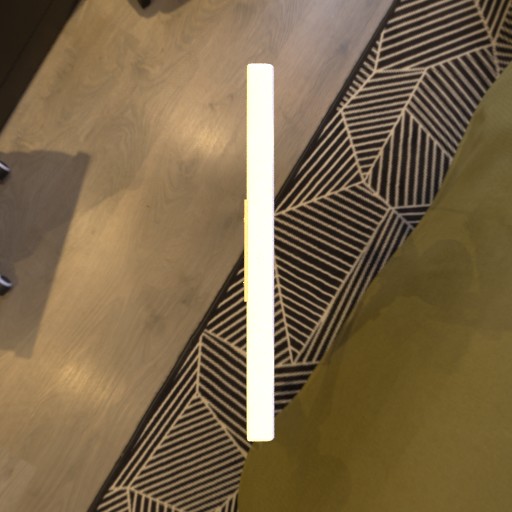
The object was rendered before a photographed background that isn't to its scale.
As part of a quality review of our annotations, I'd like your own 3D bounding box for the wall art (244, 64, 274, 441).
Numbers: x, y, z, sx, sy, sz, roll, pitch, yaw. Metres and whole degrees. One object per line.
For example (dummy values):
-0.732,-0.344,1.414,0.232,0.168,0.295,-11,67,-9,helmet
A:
0.000,0.000,1.154,0.048,0.902,0.602,0,89,-1,wall art
